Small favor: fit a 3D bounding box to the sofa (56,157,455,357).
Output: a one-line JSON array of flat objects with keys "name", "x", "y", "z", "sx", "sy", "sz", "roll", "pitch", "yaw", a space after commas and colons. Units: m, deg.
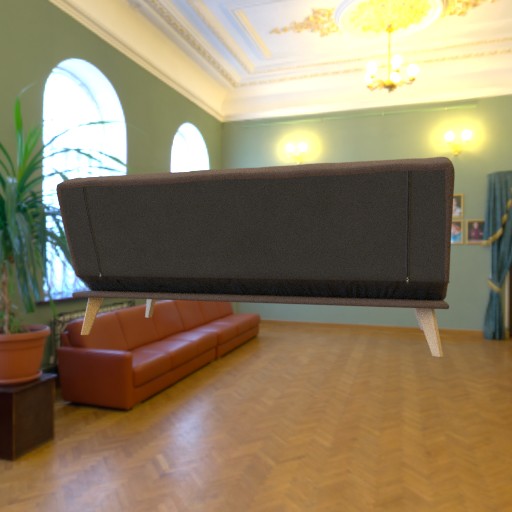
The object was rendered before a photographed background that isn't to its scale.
[{"name": "sofa", "x": 0.000, "y": 0.000, "z": 2.308, "sx": 1.800, "sy": 0.810, "sz": 0.860, "roll": 0, "pitch": 0, "yaw": 16}]
